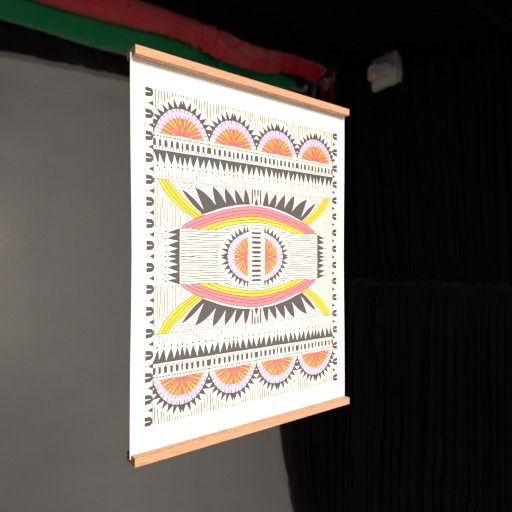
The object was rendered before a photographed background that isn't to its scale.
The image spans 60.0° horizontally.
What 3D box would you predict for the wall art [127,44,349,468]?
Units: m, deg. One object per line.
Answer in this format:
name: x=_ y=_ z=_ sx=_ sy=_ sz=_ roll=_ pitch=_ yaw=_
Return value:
wall art: x=0.000 y=0.000 z=0.684 sx=0.403 sy=0.527 sz=0.028 roll=0 pitch=0 yaw=-37
